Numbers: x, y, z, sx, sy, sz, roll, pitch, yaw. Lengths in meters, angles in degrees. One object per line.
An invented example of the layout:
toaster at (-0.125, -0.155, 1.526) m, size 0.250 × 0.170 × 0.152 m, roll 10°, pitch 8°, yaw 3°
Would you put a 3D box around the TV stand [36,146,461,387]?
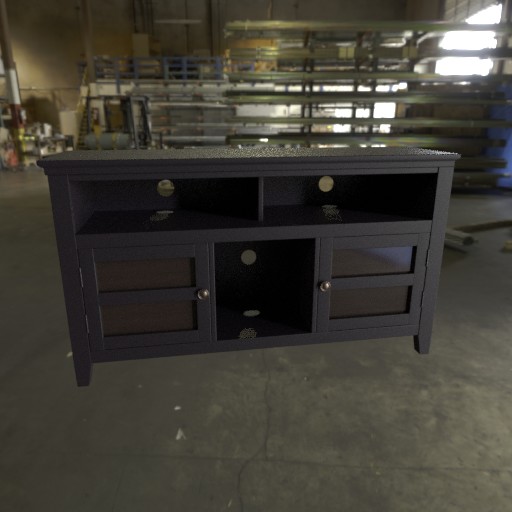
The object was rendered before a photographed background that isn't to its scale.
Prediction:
TV stand at (0.000, 0.000, 1.490) m, size 1.198 × 0.681 × 0.347 m, roll -3°, pitch 18°, yaw -9°
